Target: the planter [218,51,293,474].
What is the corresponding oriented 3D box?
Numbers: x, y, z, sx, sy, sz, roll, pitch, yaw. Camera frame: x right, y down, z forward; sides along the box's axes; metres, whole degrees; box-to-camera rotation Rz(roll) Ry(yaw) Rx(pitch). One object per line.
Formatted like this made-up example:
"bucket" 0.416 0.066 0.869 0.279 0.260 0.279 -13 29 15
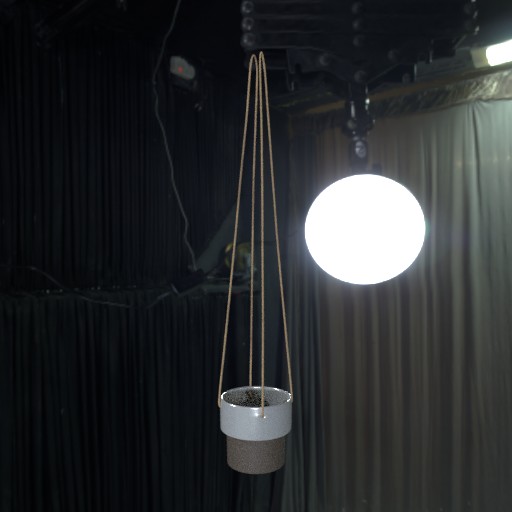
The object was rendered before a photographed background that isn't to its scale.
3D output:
"planter" 0.000 0.000 1.169 0.187 1.073 0.187 -1 -1 35
